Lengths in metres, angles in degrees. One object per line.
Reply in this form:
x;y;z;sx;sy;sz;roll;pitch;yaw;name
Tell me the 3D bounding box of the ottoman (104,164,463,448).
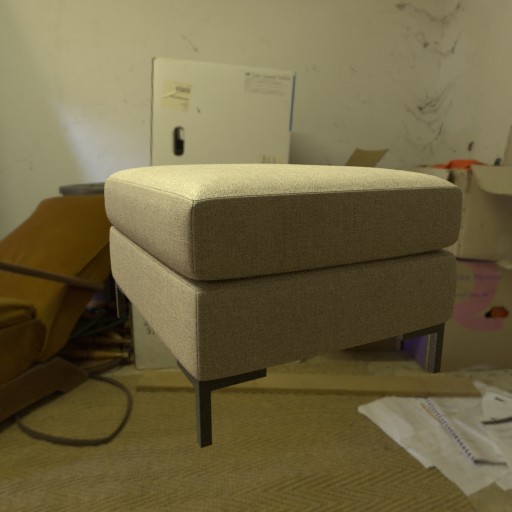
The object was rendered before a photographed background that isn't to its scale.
0.000;0.000;1.215;0.671;0.490;0.820;-7;14;-27;ottoman
